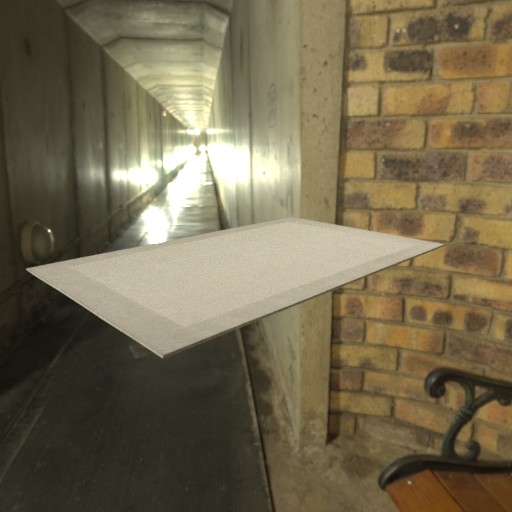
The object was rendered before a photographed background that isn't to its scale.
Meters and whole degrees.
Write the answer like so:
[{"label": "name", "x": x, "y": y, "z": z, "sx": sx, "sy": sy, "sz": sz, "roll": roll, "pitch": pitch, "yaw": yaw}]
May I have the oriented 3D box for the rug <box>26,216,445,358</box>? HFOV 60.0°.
[{"label": "rug", "x": 0.000, "y": 0.000, "z": 2.995, "sx": 2.438, "sy": 0.014, "sz": 1.524, "roll": -15, "pitch": 21, "yaw": -42}]
